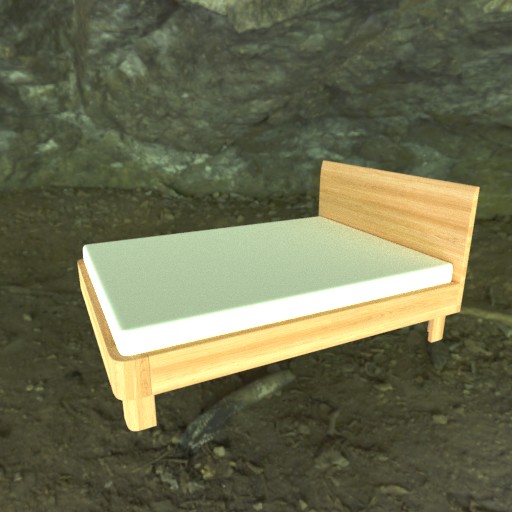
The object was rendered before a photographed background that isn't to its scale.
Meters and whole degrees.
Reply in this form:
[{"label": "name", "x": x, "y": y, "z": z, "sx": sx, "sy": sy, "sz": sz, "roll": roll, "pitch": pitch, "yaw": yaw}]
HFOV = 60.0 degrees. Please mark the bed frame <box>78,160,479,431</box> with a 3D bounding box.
[{"label": "bed frame", "x": 0.000, "y": 0.000, "z": 2.768, "sx": 1.992, "sy": 0.940, "sz": 1.472, "roll": -9, "pitch": 20, "yaw": -25}]
